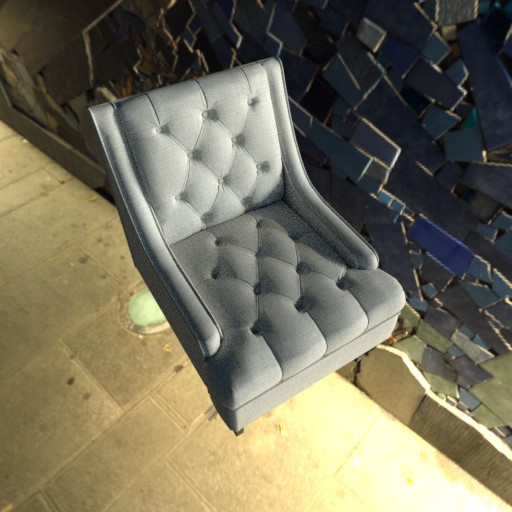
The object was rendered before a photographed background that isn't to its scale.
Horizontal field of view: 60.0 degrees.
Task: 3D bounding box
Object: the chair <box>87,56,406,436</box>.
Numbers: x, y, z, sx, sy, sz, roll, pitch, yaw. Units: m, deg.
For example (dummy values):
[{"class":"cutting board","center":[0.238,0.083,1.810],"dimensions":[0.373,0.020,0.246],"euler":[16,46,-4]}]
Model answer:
[{"class":"chair","center":[0.000,0.000,1.435],"dimensions":[0.658,0.891,0.772],"euler":[-25,52,-21]}]
